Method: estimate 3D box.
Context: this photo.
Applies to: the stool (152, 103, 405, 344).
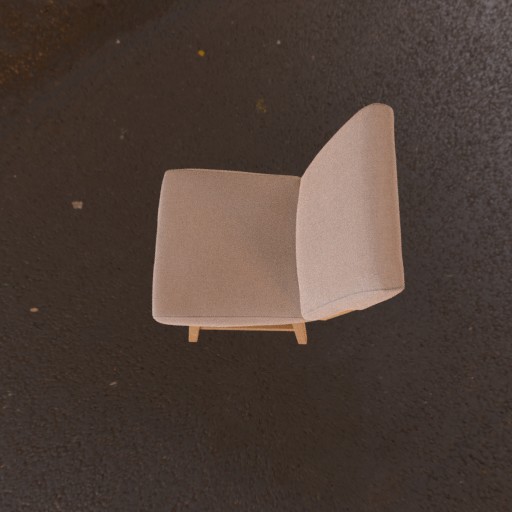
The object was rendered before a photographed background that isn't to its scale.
[{"bbox_3d":[0.000,0.000,1.312,0.543,1.015,0.446,1,75,0],"label":"stool"}]
